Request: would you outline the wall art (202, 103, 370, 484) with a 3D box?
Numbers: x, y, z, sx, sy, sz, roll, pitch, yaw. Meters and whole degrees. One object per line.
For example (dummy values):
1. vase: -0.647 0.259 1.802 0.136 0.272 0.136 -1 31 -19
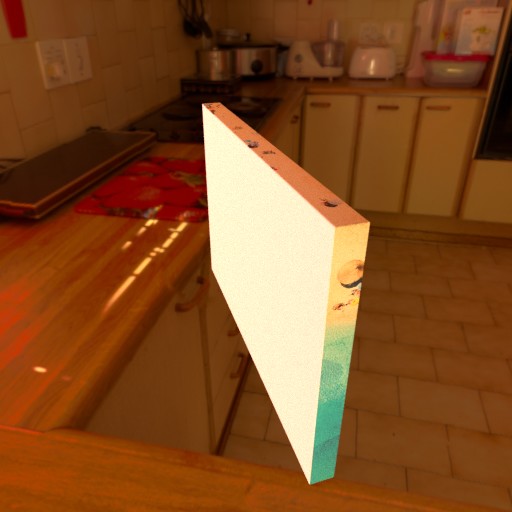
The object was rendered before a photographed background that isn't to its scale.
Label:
1. wall art: 0.000 0.000 0.780 0.039 0.406 0.609 -9 31 -15
